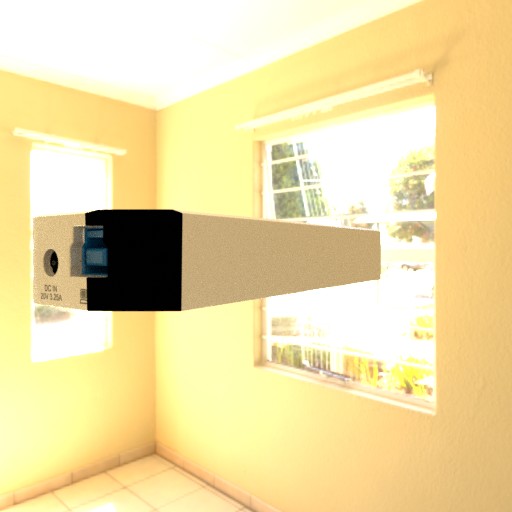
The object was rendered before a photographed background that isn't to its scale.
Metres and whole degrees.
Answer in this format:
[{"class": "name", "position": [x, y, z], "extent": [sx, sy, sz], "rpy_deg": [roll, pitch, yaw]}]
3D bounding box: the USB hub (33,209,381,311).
[{"class": "USB hub", "position": [0.000, 0.000, 0.162], "extent": [0.044, 0.023, 0.145], "rpy_deg": [1, 1, 35]}]
